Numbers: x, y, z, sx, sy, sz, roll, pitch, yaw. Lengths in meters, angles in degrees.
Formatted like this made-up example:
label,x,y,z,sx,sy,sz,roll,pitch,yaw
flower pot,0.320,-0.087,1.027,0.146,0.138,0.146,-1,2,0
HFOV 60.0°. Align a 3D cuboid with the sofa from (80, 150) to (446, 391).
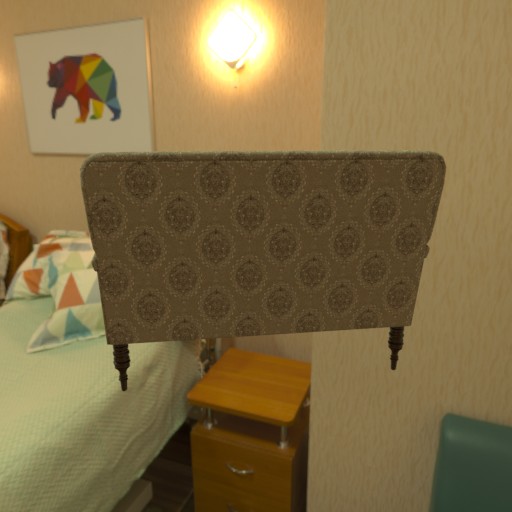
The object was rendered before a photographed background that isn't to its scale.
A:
label,x,y,z,sx,sy,sz,roll,pitch,yaw
sofa,0.000,0.000,1.869,1.297,0.889,0.779,-2,16,-8
